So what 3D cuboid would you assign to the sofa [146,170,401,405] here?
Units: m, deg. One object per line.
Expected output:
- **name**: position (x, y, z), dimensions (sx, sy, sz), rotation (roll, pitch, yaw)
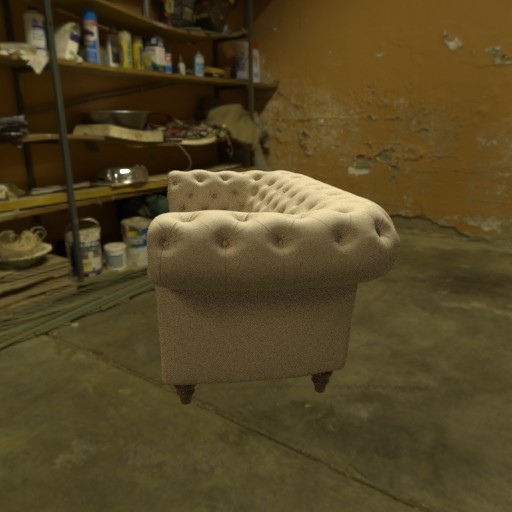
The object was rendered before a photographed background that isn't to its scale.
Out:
- **sofa**: position (0.000, 0.000, 2.533), dimensions (1.069, 0.835, 1.988), rotation (-2, 16, -8)
